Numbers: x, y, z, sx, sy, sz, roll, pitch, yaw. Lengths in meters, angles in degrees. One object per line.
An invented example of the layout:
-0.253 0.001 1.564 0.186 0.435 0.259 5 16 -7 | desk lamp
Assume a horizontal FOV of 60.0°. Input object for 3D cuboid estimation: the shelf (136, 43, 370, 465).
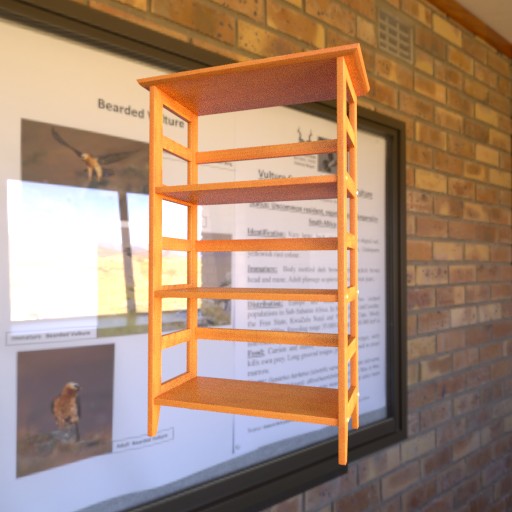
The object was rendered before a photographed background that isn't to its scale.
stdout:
0.000 0.000 1.362 0.660 1.067 0.305 -1 -2 19 | shelf
